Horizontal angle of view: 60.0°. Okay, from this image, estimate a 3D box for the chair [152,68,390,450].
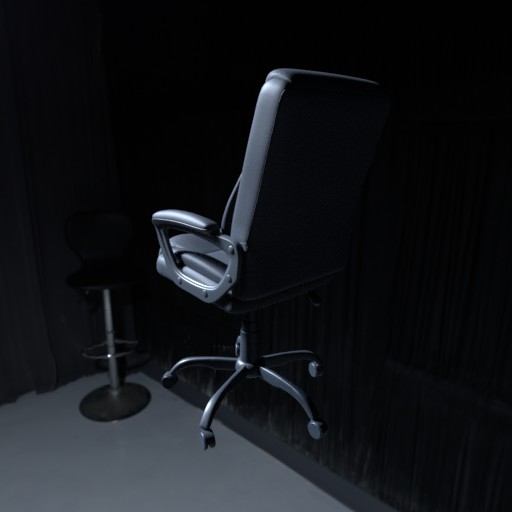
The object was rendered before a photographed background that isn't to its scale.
[{"bbox_3d":[0.000,0.000,1.458,0.615,1.072,0.655,-14,21,-42],"label":"chair"}]
